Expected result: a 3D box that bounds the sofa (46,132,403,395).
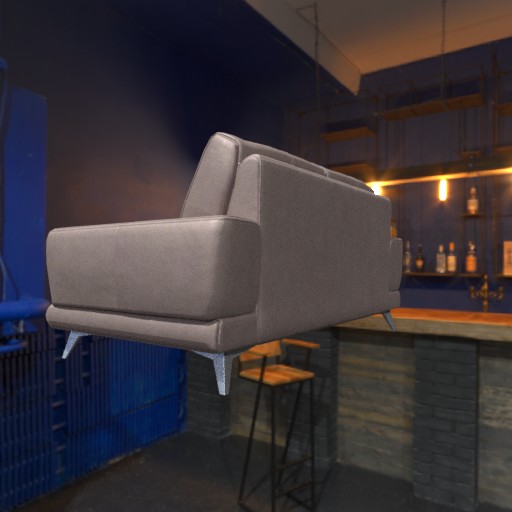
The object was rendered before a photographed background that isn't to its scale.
[{"bbox_3d":[0.000,0.000,2.343,1.018,0.907,1.806,-1,-1,36],"label":"sofa"}]
